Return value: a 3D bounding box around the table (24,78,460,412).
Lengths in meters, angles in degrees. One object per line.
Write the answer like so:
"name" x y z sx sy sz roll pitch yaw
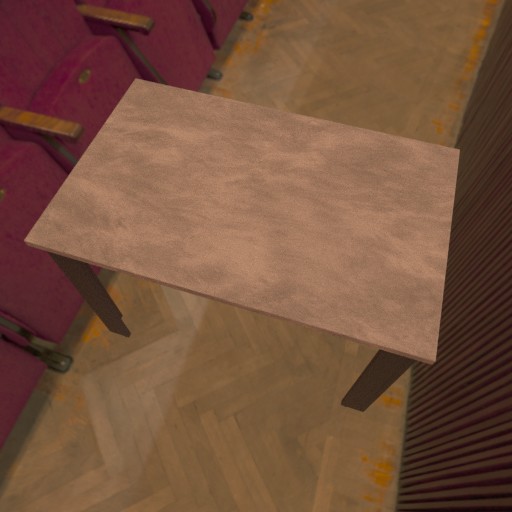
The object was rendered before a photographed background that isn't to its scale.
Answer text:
"table" 0.000 0.000 1.601 1.100 0.734 0.700 15 61 9
